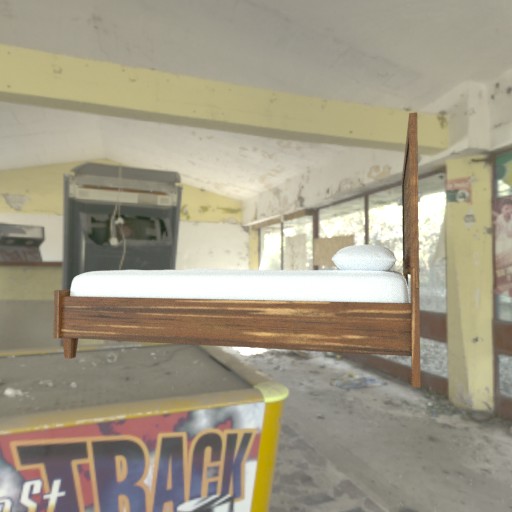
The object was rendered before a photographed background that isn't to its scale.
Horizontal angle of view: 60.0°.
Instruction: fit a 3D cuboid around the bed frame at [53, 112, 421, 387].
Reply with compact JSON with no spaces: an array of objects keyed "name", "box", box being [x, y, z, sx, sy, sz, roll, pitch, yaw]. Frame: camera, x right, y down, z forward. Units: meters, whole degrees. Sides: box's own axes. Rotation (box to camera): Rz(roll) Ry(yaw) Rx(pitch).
[{"name":"bed frame","box":[0.000,0.000,3.419,2.276,1.417,1.696,-1,-2,17]}]
